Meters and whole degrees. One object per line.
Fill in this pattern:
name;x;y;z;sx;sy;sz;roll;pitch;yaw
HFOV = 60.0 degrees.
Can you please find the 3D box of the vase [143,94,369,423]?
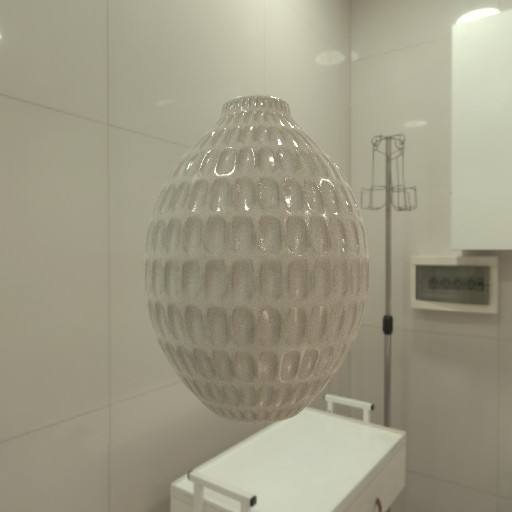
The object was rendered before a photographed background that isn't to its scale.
vase;0.000;0.000;0.328;0.162;0.223;0.162;0;0;0
